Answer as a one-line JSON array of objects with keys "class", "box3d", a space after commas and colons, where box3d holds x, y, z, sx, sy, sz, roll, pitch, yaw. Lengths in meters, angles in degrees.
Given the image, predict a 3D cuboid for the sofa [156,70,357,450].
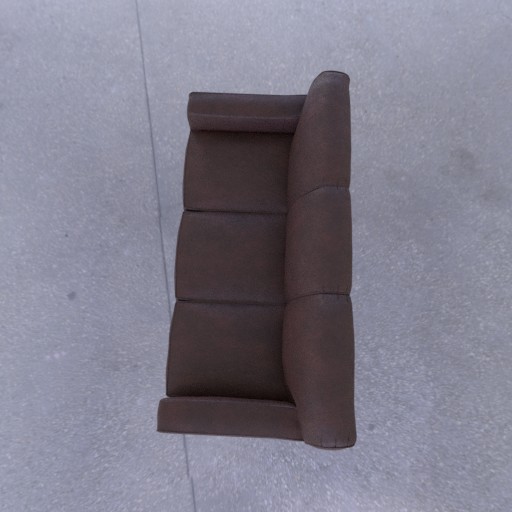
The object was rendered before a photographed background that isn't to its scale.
[{"class": "sofa", "box3d": [0.000, 0.000, 2.664, 1.008, 0.953, 2.039, 2, 75, 1]}]
